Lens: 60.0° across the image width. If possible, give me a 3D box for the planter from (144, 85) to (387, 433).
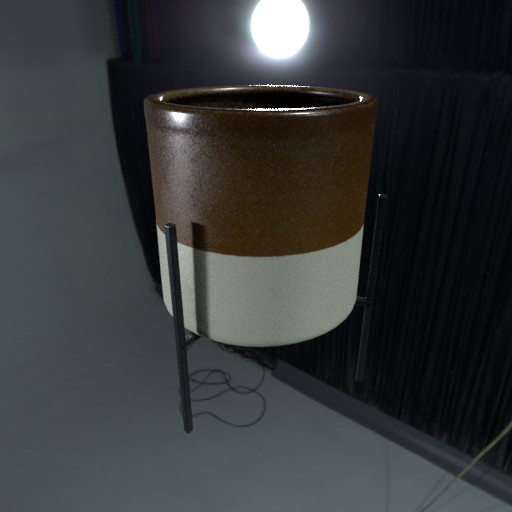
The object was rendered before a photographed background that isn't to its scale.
[{"bbox_3d":[0.000,0.000,0.550,0.255,0.375,0.269,18,31,33],"label":"planter"}]
